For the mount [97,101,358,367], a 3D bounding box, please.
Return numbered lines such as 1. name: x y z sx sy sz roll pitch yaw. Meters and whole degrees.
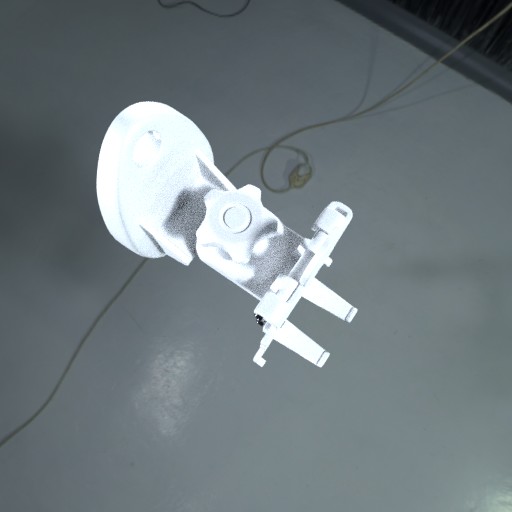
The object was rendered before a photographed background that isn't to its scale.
1. mount: 0.000 0.000 0.175 0.100 0.118 0.066 34 78 8
